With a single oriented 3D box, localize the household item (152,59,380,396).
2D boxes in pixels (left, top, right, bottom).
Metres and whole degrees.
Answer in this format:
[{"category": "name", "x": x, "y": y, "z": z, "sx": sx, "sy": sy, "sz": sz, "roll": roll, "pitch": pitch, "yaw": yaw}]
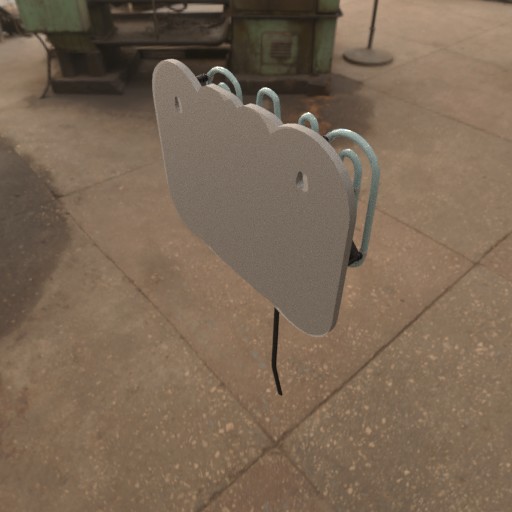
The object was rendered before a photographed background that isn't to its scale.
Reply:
[{"category": "household item", "x": 0.000, "y": 0.000, "z": 0.380, "sx": 0.042, "sy": 0.294, "sz": 0.211, "roll": -28, "pitch": 49, "yaw": -28}]
